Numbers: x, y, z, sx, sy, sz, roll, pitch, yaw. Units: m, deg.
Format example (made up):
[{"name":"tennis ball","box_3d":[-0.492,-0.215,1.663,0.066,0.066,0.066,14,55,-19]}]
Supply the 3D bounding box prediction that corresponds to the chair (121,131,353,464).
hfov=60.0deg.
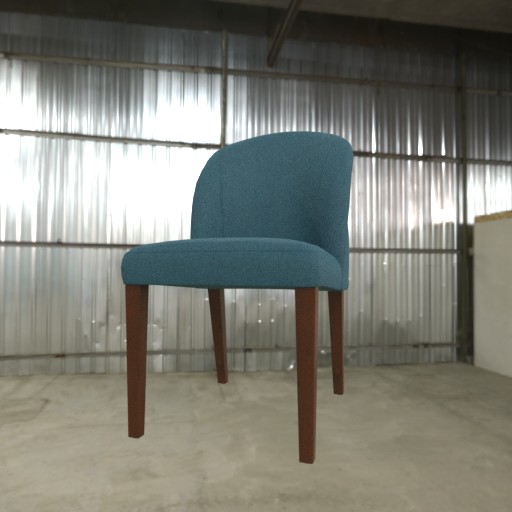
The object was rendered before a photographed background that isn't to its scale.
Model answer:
[{"name":"chair","box_3d":[0.000,0.000,1.262,0.507,0.879,0.620,0,-1,19]}]
